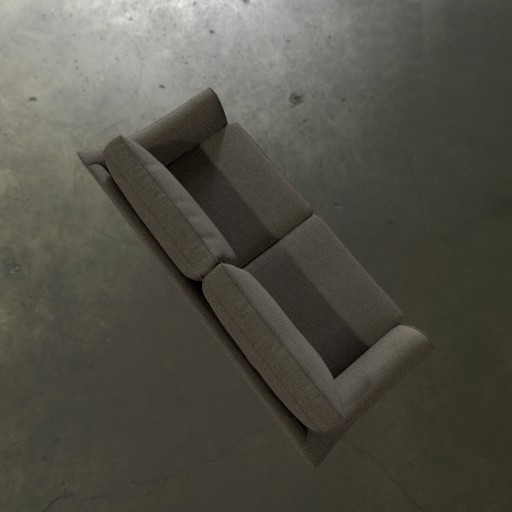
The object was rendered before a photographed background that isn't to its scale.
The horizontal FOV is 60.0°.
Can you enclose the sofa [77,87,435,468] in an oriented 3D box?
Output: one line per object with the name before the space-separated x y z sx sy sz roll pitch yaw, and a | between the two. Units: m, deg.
sofa | 0.000 0.000 2.772 1.013 0.976 2.203 -37 78 -9
